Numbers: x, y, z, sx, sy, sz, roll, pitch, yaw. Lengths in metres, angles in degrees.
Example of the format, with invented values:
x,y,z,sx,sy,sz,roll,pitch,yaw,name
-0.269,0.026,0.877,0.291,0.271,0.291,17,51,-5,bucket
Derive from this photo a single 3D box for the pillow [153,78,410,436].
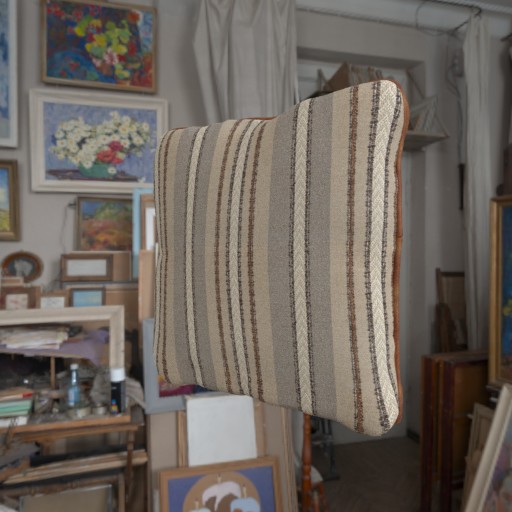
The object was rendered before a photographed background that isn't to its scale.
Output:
x,y,z,sx,sy,sz,roll,pitch,yaw,name
0.000,0.000,0.730,0.489,0.490,0.130,0,1,37,pillow
